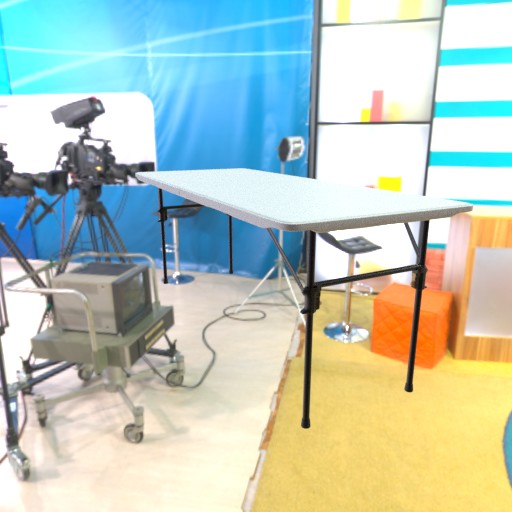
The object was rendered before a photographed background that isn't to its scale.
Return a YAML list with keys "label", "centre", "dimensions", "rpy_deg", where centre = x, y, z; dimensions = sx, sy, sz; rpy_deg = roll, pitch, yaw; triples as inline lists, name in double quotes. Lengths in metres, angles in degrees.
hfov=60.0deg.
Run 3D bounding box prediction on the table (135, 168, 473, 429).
- label: "table"
  centre: [0.000, 0.000, 2.211]
  dimensions: [0.761, 0.719, 1.829]
  rpy_deg: [-8, 17, -26]
